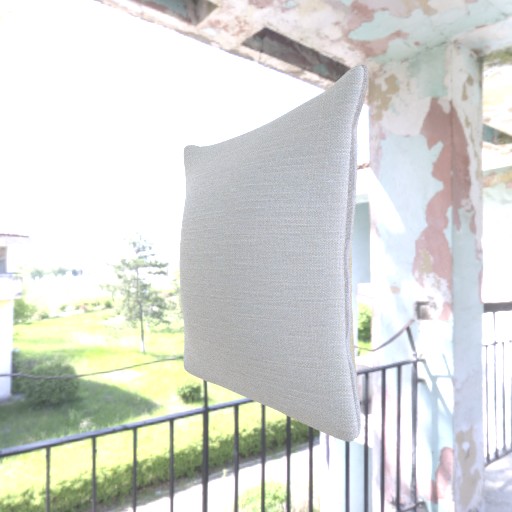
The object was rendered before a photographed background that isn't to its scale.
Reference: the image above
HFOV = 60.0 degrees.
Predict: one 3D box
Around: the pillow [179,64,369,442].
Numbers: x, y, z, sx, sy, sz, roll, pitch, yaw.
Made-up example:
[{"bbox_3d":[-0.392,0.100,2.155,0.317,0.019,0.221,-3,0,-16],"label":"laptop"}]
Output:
[{"bbox_3d":[0.000,0.000,0.699,0.191,0.449,0.451,1,-1,-36],"label":"pillow"}]
